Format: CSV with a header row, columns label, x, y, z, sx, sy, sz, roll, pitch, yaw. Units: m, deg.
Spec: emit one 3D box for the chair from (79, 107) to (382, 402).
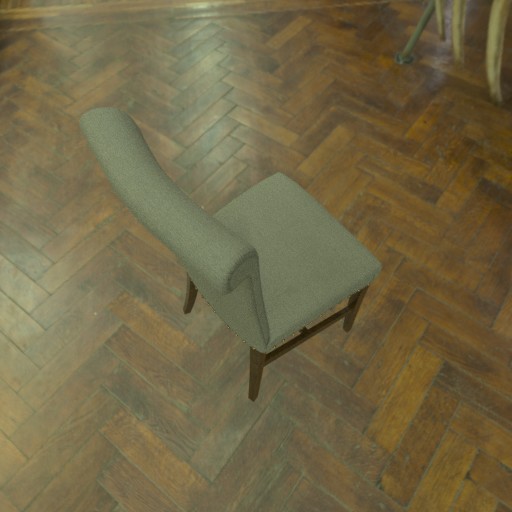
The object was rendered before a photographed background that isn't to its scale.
label,x,y,z,sx,sy,sz,roll,pitch,yaw
chair,0.000,0.000,1.305,0.608,0.988,0.513,-33,63,-20
